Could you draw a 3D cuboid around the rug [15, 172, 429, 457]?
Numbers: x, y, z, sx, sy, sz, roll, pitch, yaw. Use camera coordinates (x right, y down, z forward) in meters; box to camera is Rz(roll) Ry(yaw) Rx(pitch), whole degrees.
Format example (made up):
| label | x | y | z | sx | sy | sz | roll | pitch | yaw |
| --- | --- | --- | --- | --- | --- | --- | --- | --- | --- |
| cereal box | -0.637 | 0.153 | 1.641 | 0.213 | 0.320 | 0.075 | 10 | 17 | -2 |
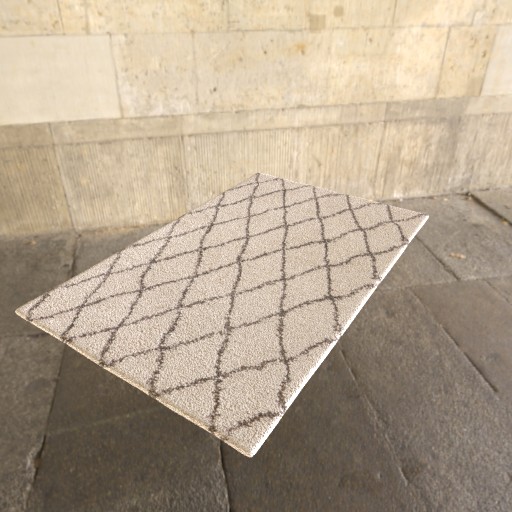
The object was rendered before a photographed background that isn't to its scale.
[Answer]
| label | x | y | z | sx | sy | sz | roll | pitch | yaw |
| --- | --- | --- | --- | --- | --- | --- | --- | --- | --- |
| rug | 0.000 | 0.000 | 3.292 | 1.778 | 0.030 | 2.743 | 20 | 37 | 28 |
